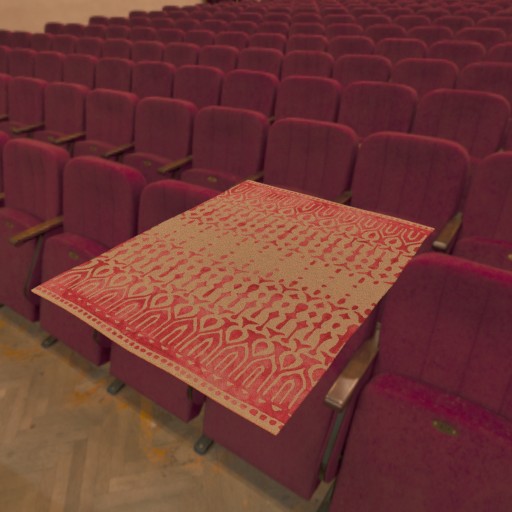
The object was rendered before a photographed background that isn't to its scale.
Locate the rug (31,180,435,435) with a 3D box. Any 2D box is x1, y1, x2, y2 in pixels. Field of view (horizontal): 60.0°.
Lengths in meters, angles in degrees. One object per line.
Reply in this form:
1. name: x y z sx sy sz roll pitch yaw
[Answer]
1. rug: 0.000 0.000 4.158 2.441 0.016 3.095 20 36 30
